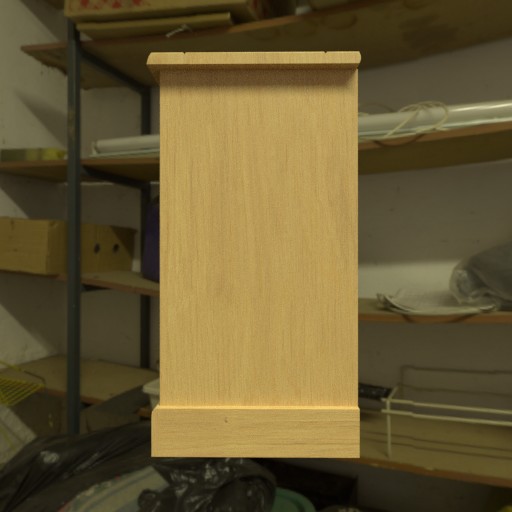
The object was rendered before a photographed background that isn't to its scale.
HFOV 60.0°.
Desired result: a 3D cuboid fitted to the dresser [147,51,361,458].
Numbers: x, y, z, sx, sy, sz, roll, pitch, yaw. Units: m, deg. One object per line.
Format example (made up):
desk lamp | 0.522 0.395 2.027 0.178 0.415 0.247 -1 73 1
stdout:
dresser | 0.000 0.000 1.366 0.440 0.835 0.915 0 0 1
